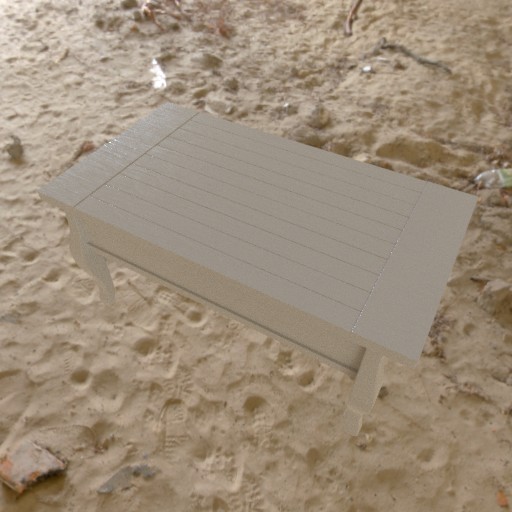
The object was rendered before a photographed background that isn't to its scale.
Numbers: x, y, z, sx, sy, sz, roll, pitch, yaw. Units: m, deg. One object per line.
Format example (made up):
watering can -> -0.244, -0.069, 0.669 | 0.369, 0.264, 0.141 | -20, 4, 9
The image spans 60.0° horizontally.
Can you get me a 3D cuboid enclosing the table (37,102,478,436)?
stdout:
table -> 0.000, 0.000, 1.395 | 1.062, 0.495, 0.600 | 23, 51, 20
